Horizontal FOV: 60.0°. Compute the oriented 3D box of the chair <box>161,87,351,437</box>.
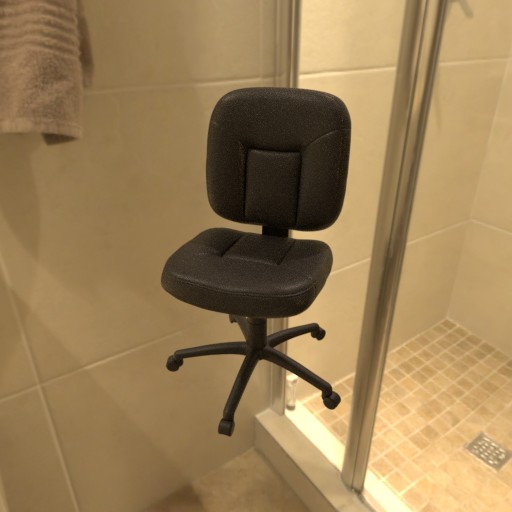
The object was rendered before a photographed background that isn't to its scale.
[{"bbox_3d":[0.000,0.000,1.424,0.647,0.959,0.646,9,29,16],"label":"chair"}]
